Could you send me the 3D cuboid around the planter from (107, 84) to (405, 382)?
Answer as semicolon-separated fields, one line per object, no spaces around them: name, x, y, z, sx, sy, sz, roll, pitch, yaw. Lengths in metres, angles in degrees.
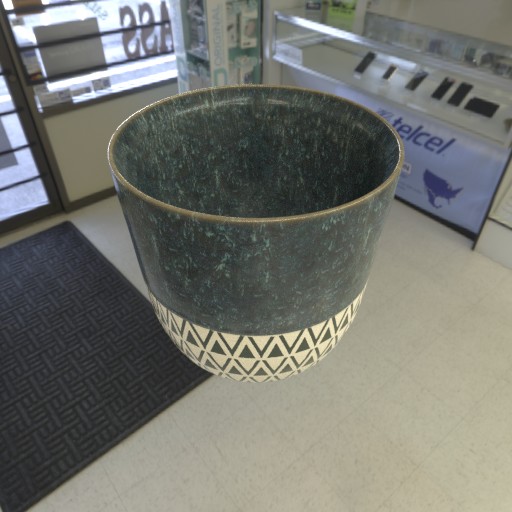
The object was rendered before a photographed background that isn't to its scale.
planter;0.000;0.000;0.368;0.195;0.214;0.195;0;41;0
